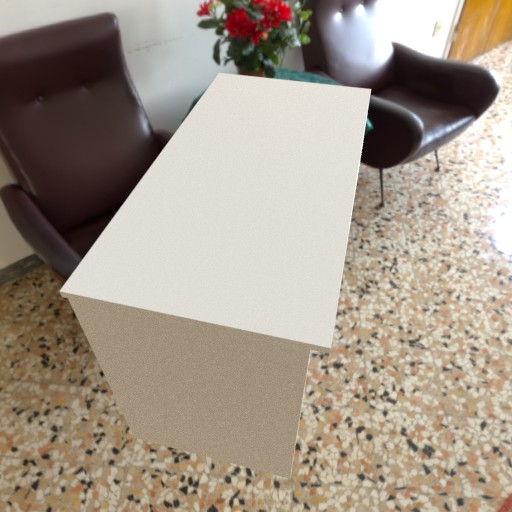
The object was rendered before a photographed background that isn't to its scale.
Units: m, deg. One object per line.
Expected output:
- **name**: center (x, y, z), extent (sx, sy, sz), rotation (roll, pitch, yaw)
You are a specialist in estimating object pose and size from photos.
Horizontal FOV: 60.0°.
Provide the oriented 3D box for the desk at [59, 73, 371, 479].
- **desk**: center (0.000, 0.000, 1.499), extent (0.560, 0.735, 1.097), rotation (10, 46, 10)
